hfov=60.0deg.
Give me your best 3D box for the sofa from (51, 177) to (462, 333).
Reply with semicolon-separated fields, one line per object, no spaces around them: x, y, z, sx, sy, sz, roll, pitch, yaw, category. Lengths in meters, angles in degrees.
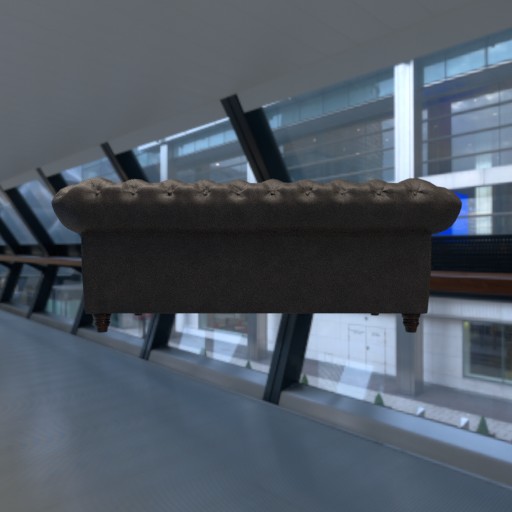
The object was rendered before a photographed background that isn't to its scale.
0.000;0.000;2.556;2.048;0.779;0.944;0;-1;0;sofa
